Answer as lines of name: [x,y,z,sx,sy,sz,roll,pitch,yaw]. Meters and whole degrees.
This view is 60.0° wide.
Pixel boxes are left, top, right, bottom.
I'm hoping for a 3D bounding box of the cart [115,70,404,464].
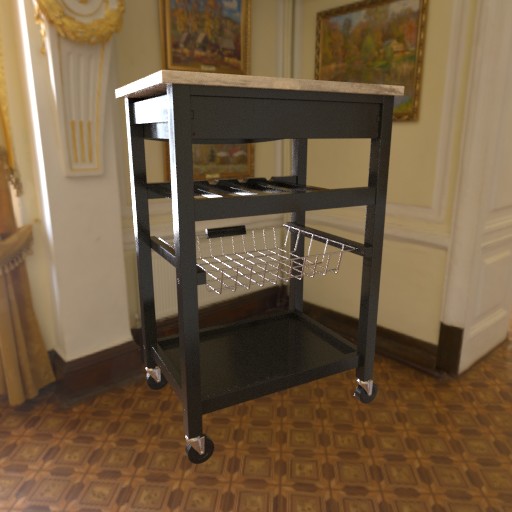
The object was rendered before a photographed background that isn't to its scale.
cart: [0.000,0.000,1.179,0.584,0.839,0.403,-8,17,-27]
